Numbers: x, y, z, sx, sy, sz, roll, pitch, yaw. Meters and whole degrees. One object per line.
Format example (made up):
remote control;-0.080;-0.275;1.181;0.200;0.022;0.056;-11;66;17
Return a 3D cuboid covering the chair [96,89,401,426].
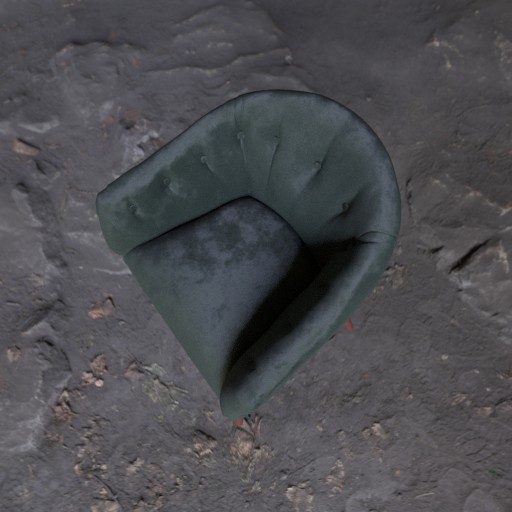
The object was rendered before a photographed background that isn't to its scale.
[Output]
chair;0.000;0.000;1.530;0.776;0.885;0.851;-34;67;-17
